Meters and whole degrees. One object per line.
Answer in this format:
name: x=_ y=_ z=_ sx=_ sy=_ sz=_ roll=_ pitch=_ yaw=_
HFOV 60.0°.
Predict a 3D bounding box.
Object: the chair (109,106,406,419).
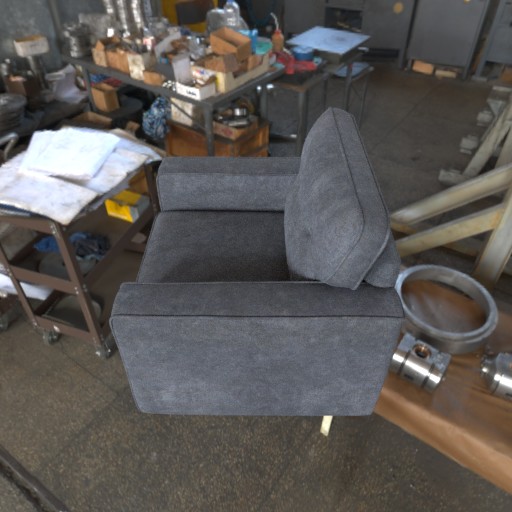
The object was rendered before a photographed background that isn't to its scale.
chair: x=0.000 y=0.000 z=1.829 sx=0.939 sy=0.965 sz=1.015 roll=0 pitch=42 yaw=0
